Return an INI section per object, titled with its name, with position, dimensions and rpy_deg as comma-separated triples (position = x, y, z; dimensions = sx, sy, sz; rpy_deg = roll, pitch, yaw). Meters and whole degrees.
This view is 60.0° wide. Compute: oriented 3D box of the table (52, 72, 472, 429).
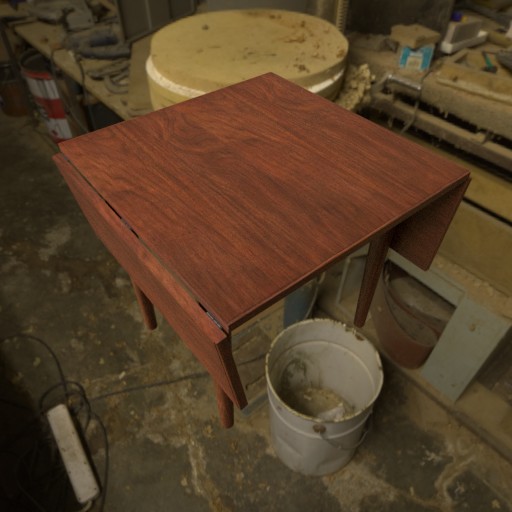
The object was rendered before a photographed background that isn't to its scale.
[table]
position = 0.000, 0.000, 1.471
dimensions = 0.843, 0.763, 0.812
rpy_deg = -30, 52, -26
